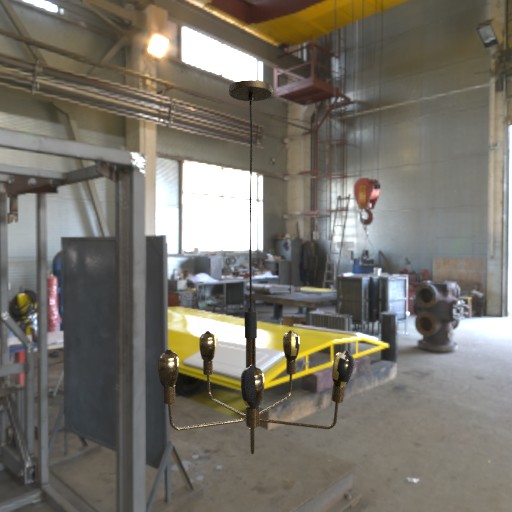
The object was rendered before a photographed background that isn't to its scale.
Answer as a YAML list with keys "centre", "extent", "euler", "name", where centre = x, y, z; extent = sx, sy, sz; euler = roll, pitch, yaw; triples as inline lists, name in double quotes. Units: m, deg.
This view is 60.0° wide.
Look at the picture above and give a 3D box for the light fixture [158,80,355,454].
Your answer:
- centre: [0.000, 0.000, 1.383]
  extent: [0.588, 1.059, 0.532]
  euler: [0, 1, -2]
  name: "light fixture"
